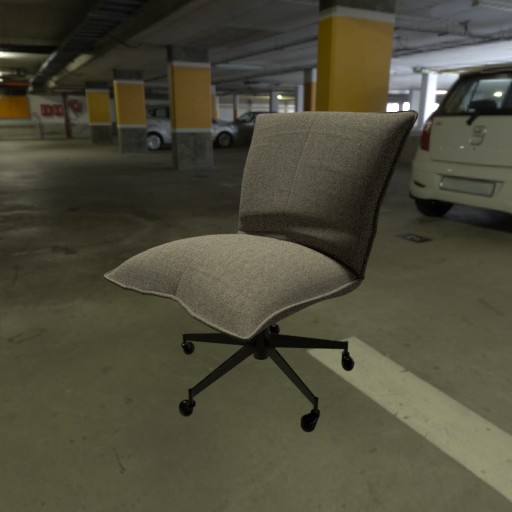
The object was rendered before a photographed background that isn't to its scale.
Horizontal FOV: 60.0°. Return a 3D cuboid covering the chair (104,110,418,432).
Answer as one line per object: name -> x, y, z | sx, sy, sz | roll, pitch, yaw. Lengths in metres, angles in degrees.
chair -> 0.000, 0.000, 1.293 | 0.597, 0.811, 0.696 | 16, 23, 41
